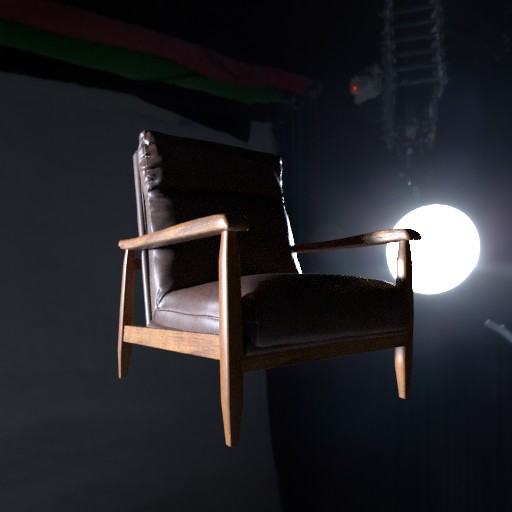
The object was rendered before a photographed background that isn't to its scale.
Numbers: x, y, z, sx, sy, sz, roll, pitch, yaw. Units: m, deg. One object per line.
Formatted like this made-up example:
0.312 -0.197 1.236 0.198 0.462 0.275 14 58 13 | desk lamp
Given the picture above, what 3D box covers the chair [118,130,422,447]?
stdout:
0.000 0.000 1.511 0.782 0.897 0.830 1 -2 -35 | chair
